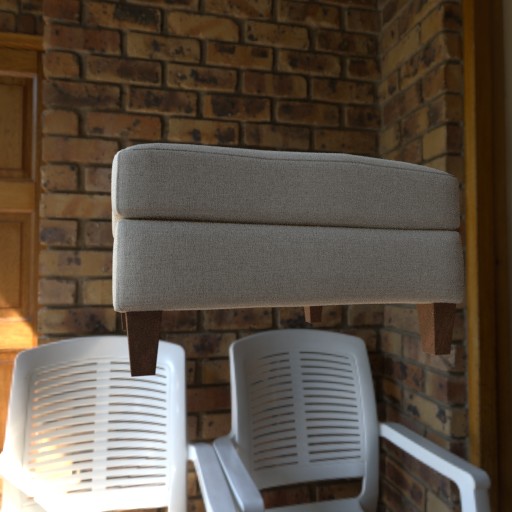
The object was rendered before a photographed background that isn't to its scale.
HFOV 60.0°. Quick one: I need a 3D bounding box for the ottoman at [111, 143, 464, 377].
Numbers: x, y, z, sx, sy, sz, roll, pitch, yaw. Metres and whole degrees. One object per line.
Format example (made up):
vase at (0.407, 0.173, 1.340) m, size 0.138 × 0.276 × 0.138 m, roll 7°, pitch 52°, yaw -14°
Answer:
ottoman at (0.000, 0.000, 1.348) m, size 0.838 × 0.503 × 0.838 m, roll 1°, pitch -2°, yaw -18°
